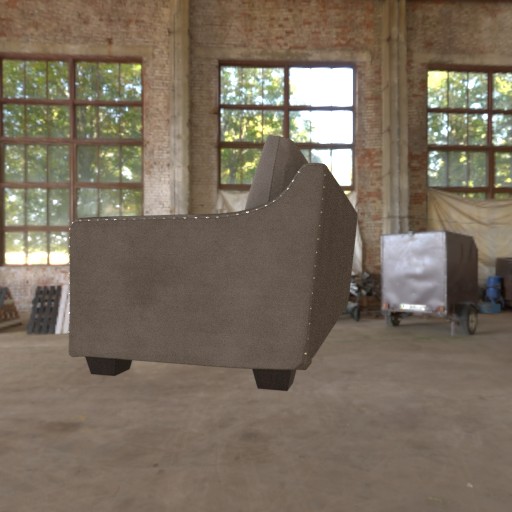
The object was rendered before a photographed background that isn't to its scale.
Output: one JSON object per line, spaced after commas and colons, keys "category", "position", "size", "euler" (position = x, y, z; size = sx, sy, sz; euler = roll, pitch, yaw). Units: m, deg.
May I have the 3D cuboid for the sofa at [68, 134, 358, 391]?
{"category": "sofa", "position": [0.000, 0.000, 3.270], "size": [1.336, 1.196, 2.550], "euler": [0, 0, 16]}
